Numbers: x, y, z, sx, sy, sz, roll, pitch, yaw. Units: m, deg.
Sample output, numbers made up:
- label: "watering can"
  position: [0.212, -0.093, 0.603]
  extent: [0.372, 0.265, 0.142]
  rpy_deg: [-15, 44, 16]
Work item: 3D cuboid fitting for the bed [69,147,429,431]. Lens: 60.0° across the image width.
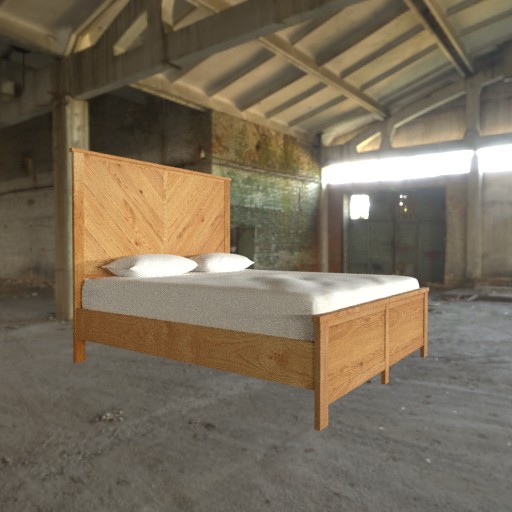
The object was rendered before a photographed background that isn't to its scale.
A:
- label: "bed"
  position: [0.000, 0.000, 3.605]
  extent: [2.201, 1.686, 1.936]
  rpy_deg: [1, 2, 36]
